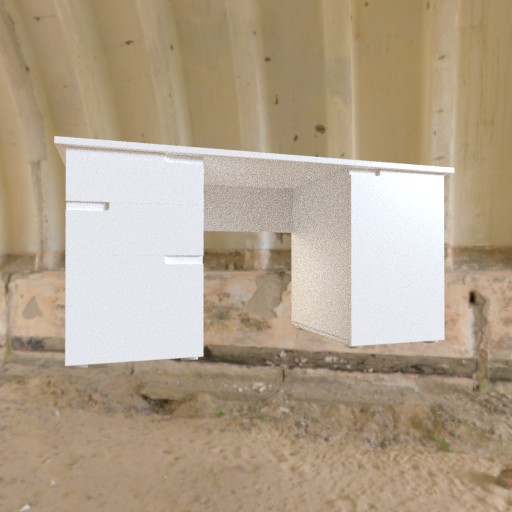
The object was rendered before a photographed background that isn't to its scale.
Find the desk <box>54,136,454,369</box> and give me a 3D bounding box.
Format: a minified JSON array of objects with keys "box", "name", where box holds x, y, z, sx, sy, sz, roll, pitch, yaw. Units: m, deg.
[{"box":[0.000,0.000,1.981,1.580,0.760,0.670,0,0,-18],"name":"desk"}]
